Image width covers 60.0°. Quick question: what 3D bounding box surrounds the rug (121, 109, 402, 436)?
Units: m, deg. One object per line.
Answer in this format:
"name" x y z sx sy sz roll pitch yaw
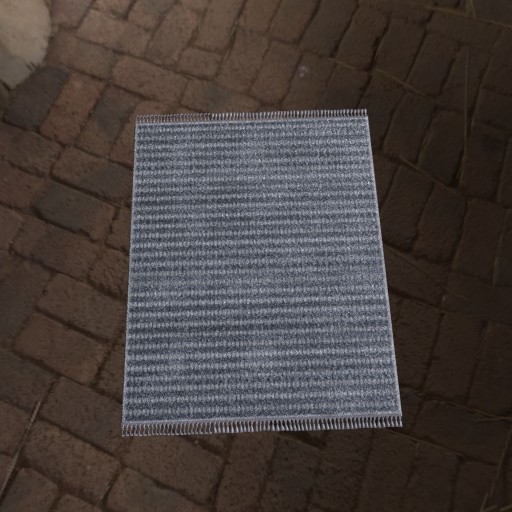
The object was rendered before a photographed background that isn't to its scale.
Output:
"rug" 0.000 0.000 3.920 2.256 0.013 2.910 -2 74 -1
